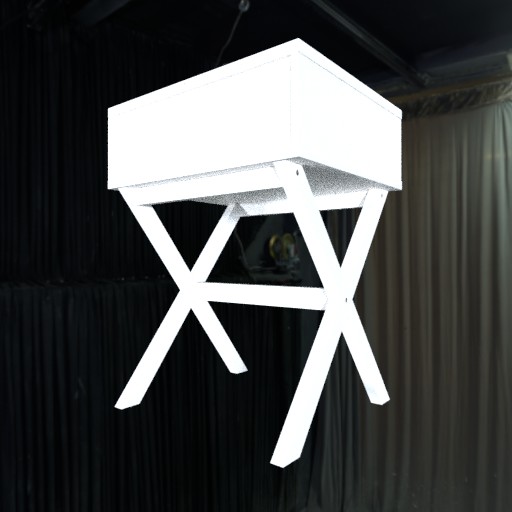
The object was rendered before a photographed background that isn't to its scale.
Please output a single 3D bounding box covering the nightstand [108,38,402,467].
[{"bbox_3d":[0.000,0.000,0.940,0.479,0.623,0.402,0,0,39],"label":"nightstand"}]
